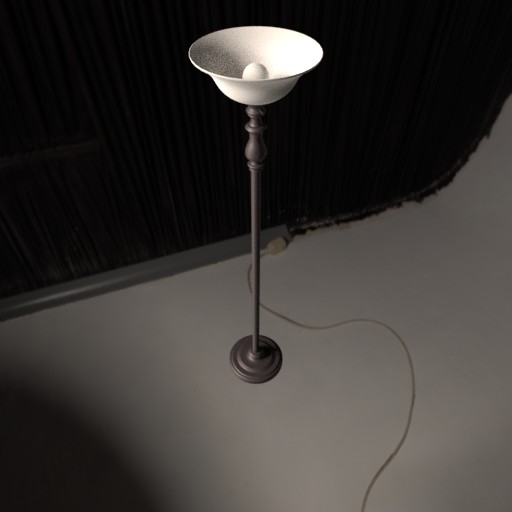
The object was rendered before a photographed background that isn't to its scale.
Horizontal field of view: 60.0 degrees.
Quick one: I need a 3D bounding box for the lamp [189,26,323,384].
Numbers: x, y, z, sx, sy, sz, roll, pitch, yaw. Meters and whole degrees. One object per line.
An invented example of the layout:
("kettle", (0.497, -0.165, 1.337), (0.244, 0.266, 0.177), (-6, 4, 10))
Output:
("lamp", (0.000, 0.000, 1.991), (0.405, 1.797, 0.405), (-16, 48, -15))
